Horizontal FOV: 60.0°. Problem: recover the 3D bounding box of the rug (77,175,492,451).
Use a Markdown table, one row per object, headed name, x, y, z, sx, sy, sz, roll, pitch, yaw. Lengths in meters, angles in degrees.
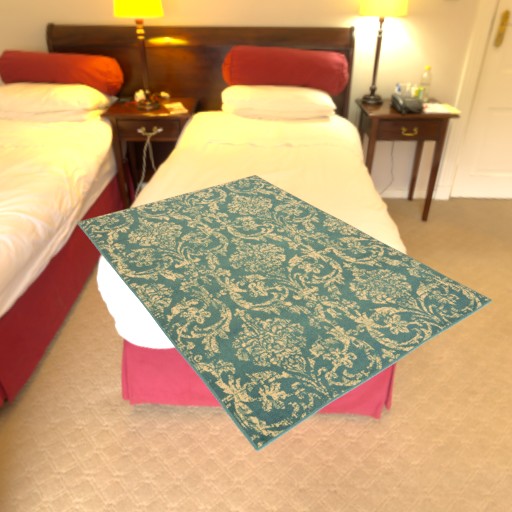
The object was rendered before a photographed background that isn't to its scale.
| name | x | y | z | sx | sy | sz | roll | pitch | yaw |
| --- | --- | --- | --- | --- | --- | --- | --- | --- | --- |
| rug | 0.000 | 0.000 | 2.761 | 1.554 | 0.012 | 2.205 | -21 | 37 | -29 |
